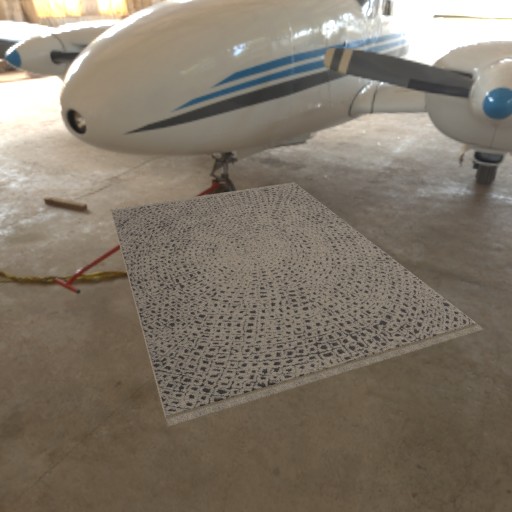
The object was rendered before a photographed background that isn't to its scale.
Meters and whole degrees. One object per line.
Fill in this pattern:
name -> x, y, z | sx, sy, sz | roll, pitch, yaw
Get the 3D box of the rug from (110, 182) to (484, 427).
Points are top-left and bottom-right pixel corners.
rug -> 0.000, 0.000, 2.124 | 1.190, 0.003, 1.634 | -11, 32, -18
